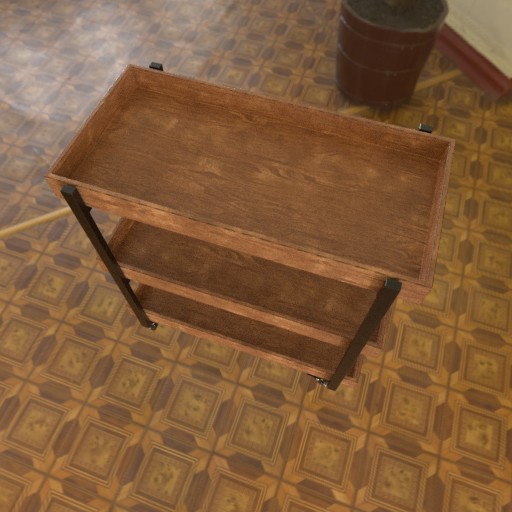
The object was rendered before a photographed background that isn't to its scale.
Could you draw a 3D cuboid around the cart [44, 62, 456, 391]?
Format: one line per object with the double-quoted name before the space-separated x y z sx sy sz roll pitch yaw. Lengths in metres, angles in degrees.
"cart" 0.000 0.000 1.235 0.750 0.800 0.411 16 61 9
